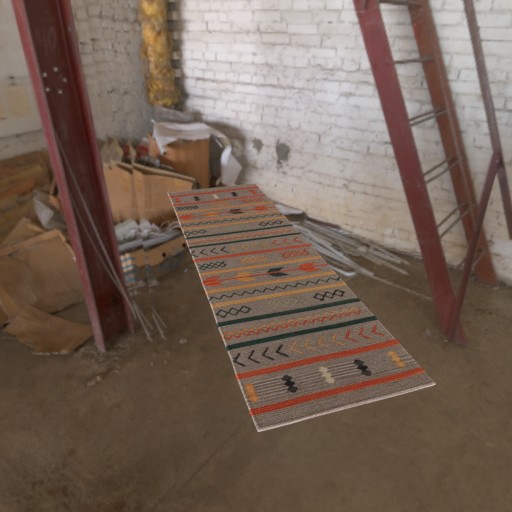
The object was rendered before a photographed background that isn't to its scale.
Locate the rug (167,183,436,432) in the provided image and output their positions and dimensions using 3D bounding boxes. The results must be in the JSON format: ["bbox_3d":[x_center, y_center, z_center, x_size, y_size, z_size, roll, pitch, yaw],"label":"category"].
[{"bbox_3d":[0.000,0.000,2.655,0.744,0.022,2.419,-9,30,-15],"label":"rug"}]
